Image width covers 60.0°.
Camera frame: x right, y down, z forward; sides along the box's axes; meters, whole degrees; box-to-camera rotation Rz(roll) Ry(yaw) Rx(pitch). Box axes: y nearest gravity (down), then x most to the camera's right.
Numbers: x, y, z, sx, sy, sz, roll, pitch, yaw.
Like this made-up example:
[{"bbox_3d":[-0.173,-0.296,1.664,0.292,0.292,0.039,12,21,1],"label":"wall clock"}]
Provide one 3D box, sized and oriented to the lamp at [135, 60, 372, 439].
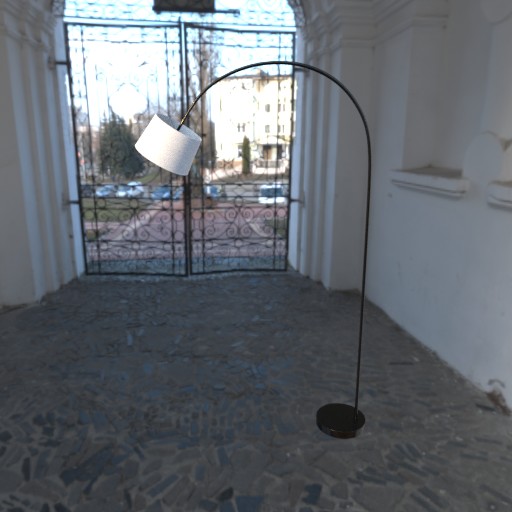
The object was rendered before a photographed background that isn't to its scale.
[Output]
[{"bbox_3d":[0.000,0.000,2.582,1.363,2.104,0.331,2,14,9],"label":"lamp"}]
